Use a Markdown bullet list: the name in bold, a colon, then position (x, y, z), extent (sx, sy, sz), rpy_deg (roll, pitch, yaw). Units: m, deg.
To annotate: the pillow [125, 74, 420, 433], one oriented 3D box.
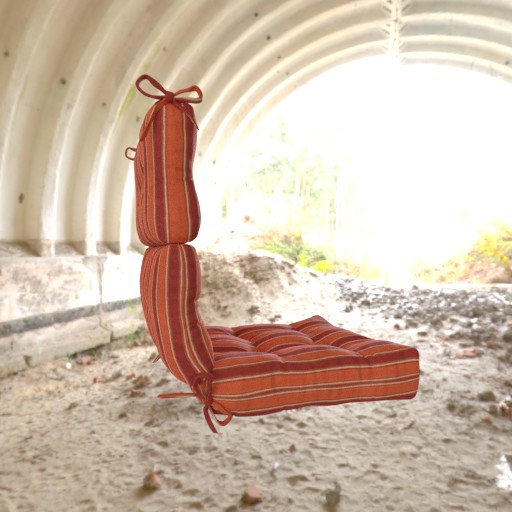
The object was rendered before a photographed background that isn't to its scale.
- **pillow**: position (0.000, 0.000, 1.029), extent (0.571, 0.605, 0.519), rpy_deg (0, 1, -18)
